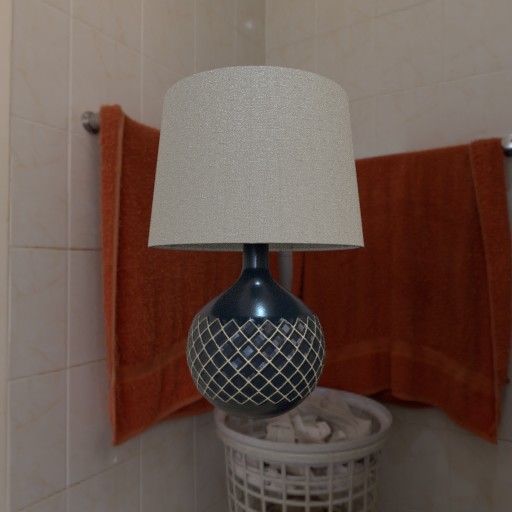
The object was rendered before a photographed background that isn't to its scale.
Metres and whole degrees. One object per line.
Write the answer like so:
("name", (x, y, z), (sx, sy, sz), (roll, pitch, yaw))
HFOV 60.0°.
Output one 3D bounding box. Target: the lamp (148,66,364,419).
("lamp", (0.000, 0.000, 0.793), (0.376, 0.540, 0.376), (0, -1, 0))
